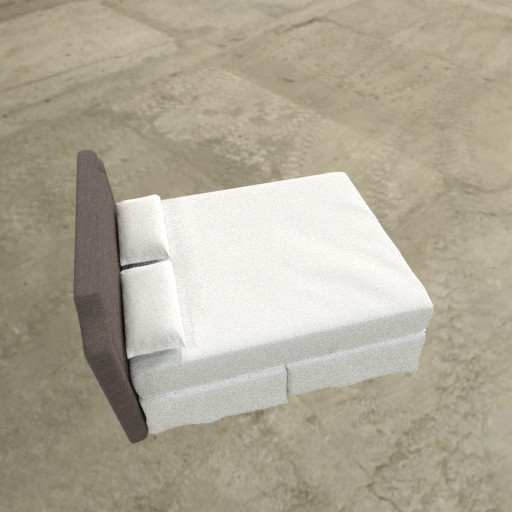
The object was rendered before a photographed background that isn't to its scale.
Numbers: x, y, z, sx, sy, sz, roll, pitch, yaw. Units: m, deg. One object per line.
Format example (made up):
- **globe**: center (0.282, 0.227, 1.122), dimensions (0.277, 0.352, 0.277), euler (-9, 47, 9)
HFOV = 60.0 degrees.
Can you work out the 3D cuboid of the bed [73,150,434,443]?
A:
- **bed**: center (0.000, 0.000, 3.135), dimensions (2.116, 1.290, 1.693), euler (-11, 48, -10)
